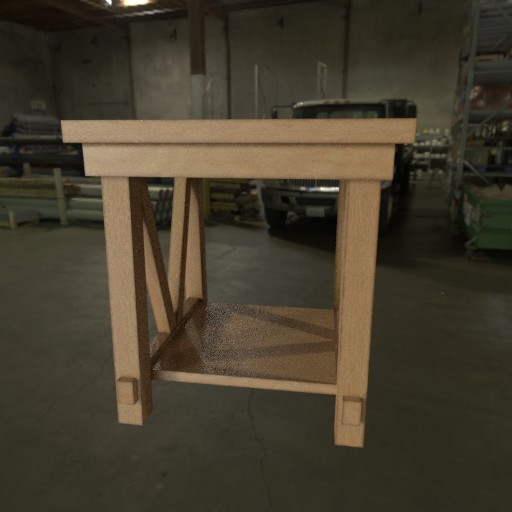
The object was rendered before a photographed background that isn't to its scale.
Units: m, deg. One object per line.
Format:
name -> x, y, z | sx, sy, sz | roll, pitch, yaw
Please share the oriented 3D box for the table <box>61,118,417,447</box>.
table -> 0.000, 0.000, 1.119 | 0.610, 0.638, 0.612 | 2, 15, 8
